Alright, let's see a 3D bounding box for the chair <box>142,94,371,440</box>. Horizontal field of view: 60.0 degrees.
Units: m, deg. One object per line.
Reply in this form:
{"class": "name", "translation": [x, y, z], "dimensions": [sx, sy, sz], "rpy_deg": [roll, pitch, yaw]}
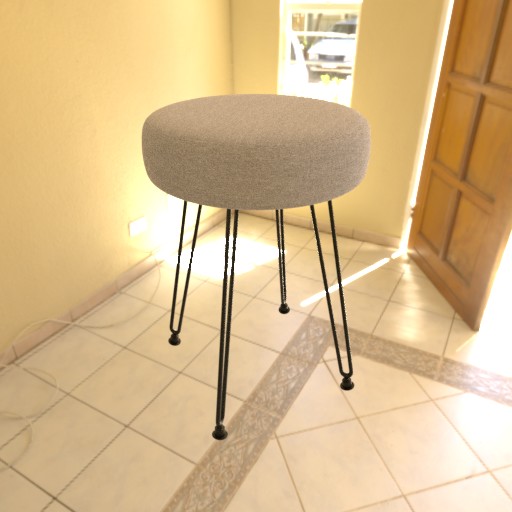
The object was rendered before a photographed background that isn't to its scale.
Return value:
{"class": "chair", "translation": [0.000, 0.000, 0.684], "dimensions": [0.350, 0.440, 0.350], "rpy_deg": [10, 32, 17]}
